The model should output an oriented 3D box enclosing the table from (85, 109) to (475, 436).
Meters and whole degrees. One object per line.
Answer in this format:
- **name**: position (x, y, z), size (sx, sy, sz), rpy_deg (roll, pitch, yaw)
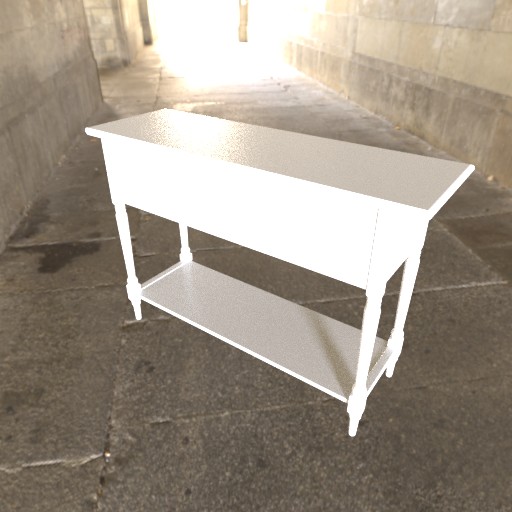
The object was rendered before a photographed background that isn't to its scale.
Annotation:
- **table**: position (0.000, 0.000, 1.579), size (1.197, 0.808, 0.384), rpy_deg (20, 36, 30)
